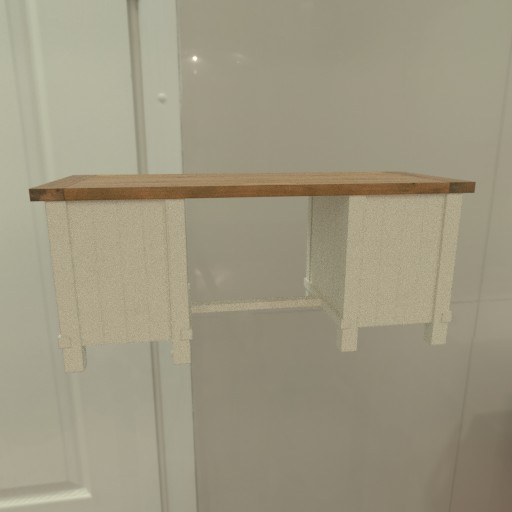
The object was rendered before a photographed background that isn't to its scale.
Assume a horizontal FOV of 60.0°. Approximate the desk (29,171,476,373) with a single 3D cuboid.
[{"bbox_3d":[0.000,0.000,2.193,1.803,0.760,0.688,-2,15,-9],"label":"desk"}]
